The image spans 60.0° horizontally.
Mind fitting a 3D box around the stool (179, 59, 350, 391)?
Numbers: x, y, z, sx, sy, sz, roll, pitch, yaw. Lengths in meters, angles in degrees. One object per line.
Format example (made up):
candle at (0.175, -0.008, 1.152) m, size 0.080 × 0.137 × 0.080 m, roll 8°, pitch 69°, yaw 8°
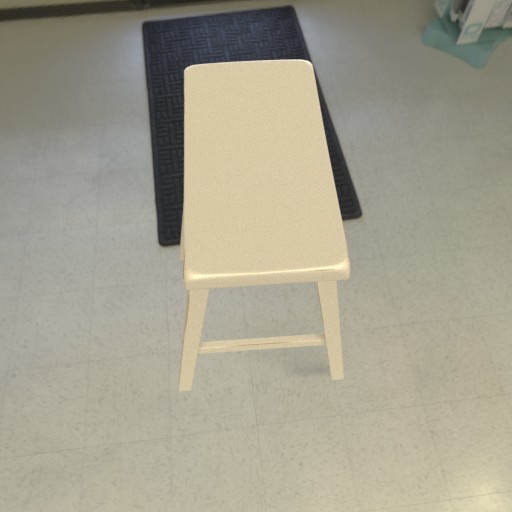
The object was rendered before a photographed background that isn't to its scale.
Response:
stool at (0.000, 0.000, 1.055) m, size 0.476 × 0.737 × 0.457 m, roll -4°, pitch 62°, yaw -2°
